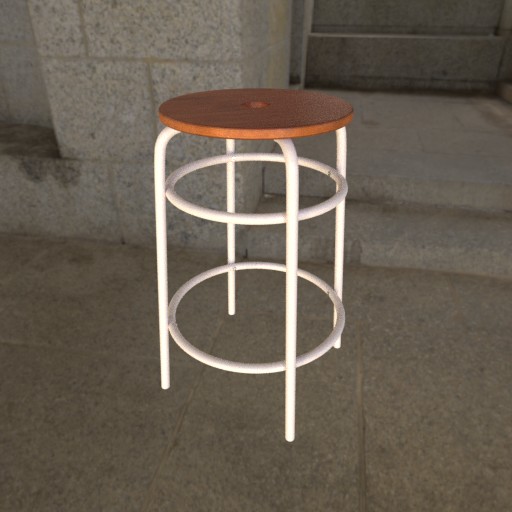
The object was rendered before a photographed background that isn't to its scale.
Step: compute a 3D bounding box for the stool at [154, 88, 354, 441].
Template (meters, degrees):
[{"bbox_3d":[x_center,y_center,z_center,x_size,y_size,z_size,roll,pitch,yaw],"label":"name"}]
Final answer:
[{"bbox_3d":[0.000,0.000,0.925,0.455,0.610,0.455,-9,31,-16],"label":"stool"}]
